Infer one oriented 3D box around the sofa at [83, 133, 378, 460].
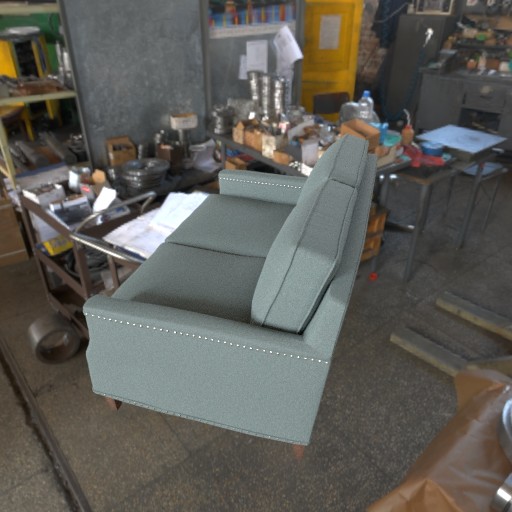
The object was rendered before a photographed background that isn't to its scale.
[{"bbox_3d":[0.000,0.000,2.319,1.084,1.003,1.597,9,33,14],"label":"sofa"}]
